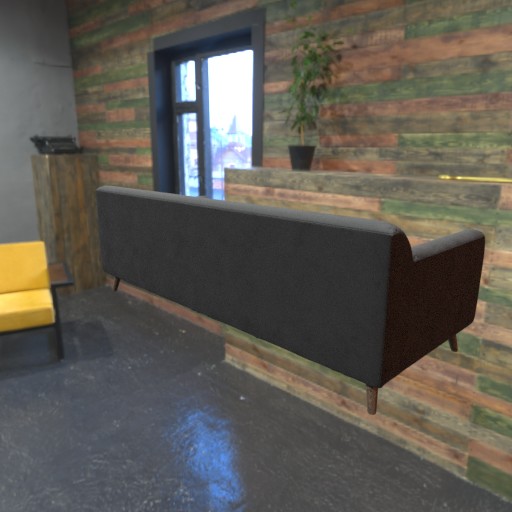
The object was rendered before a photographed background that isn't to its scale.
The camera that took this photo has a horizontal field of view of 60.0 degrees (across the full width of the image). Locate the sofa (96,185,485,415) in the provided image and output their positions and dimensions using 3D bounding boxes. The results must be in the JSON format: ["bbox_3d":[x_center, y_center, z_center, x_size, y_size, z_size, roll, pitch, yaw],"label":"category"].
[{"bbox_3d":[0.000,0.000,2.580,0.900,0.740,2.190,-13,19,-43],"label":"sofa"}]
